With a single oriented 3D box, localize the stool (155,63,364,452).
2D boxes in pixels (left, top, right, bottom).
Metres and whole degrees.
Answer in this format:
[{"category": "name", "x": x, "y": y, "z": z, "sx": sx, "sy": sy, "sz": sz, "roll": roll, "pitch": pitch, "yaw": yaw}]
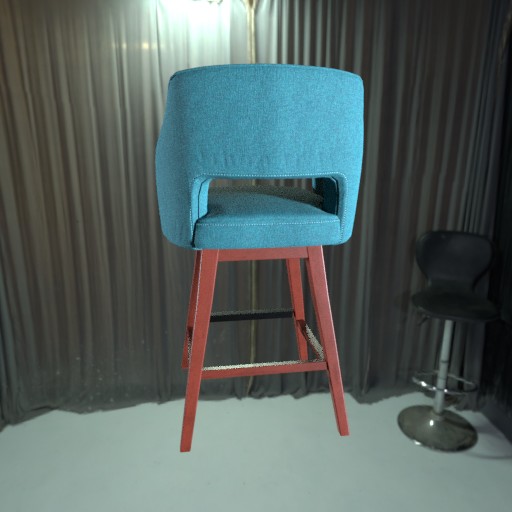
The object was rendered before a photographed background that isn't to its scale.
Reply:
[{"category": "stool", "x": 0.000, "y": 0.000, "z": 1.293, "sx": 0.548, "sy": 0.961, "sz": 0.556, "roll": -2, "pitch": 15, "yaw": -8}]
